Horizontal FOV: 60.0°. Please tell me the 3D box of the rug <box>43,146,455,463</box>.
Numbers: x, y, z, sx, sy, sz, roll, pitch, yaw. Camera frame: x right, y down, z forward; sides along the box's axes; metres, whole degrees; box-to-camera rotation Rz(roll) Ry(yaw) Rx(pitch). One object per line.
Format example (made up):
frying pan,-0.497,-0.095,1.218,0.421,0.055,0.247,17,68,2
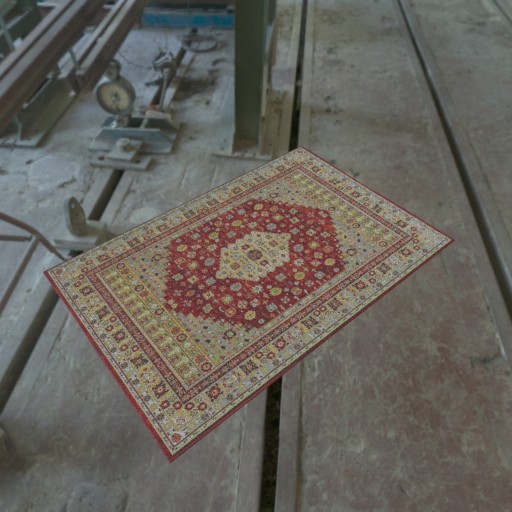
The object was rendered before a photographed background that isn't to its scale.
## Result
rug,0.000,0.000,2.313,1.802,0.013,1.194,-31,54,-26
